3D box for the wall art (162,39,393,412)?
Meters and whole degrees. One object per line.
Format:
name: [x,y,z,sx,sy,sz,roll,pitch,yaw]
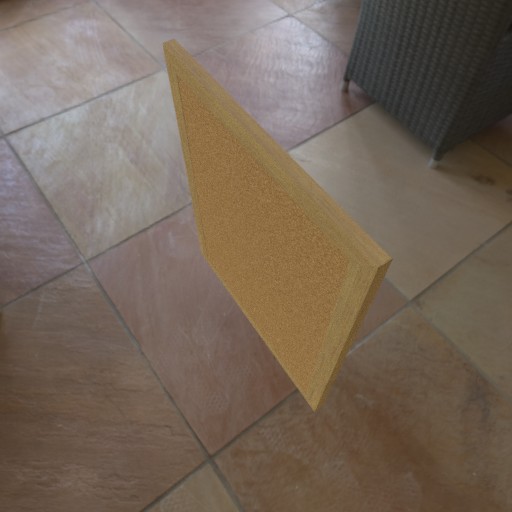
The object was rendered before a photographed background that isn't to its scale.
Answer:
wall art: [0.000,0.000,0.776,0.020,0.561,0.460,-29,62,-18]
